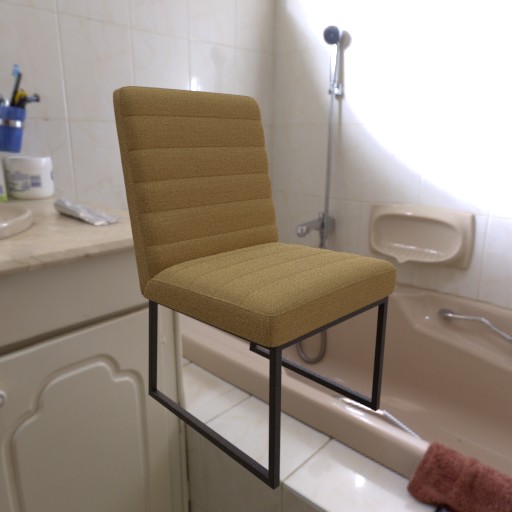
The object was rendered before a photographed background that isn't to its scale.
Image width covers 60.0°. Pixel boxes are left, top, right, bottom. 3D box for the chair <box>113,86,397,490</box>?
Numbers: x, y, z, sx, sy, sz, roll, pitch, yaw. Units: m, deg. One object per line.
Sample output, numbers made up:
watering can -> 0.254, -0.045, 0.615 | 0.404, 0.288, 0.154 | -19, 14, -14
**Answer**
chair -> 0.000, 0.000, 1.275 | 0.520, 0.930, 0.634 | -14, 20, -42
